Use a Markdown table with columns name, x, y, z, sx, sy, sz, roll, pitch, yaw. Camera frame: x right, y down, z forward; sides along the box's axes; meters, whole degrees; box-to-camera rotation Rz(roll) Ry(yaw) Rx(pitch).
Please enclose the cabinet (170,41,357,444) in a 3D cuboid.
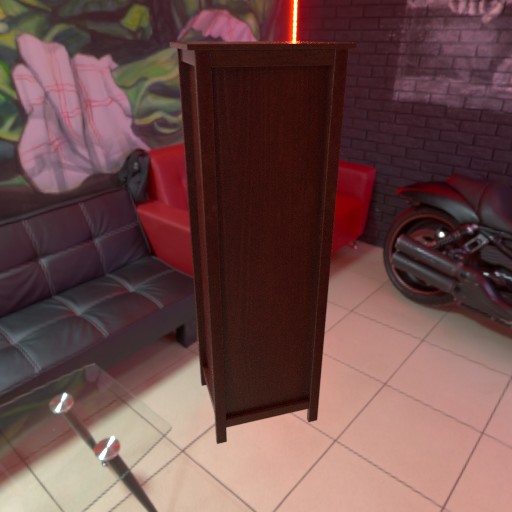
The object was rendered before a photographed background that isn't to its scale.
| name | x | y | z | sx | sy | sz | roll | pitch | yaw |
| --- | --- | --- | --- | --- | --- | --- | --- | --- | --- |
| cabinet | 0.000 | 0.000 | 1.748 | 0.500 | 1.518 | 0.401 | -7 | 28 | -15 |
